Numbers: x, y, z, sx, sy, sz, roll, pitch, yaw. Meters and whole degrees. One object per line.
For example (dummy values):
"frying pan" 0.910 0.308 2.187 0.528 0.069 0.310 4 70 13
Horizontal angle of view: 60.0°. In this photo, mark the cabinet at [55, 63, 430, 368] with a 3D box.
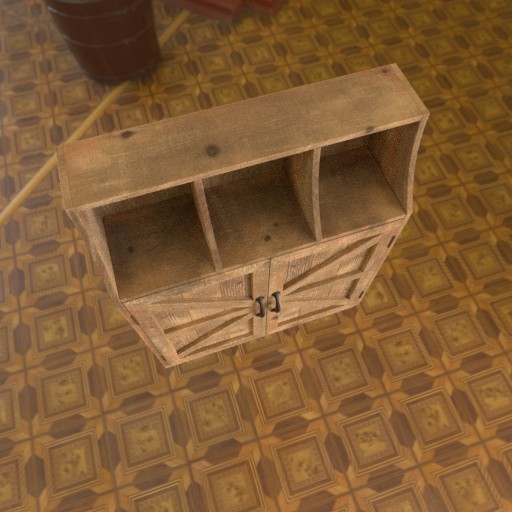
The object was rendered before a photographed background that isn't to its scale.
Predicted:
"cabinet" 0.000 0.000 0.832 0.489 0.590 0.184 -17 64 -8
